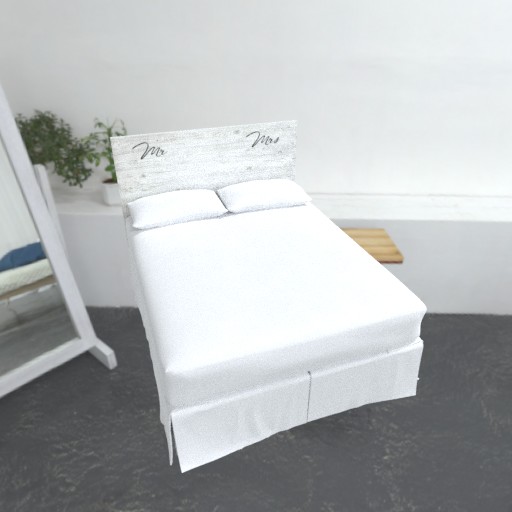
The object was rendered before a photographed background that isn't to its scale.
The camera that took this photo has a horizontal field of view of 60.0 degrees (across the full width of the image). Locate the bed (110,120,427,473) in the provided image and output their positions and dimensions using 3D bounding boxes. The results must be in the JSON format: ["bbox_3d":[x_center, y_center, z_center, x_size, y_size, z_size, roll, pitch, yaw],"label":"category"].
[{"bbox_3d":[0.000,0.000,3.221,1.745,1.335,2.094,-11,32,-17],"label":"bed"}]
